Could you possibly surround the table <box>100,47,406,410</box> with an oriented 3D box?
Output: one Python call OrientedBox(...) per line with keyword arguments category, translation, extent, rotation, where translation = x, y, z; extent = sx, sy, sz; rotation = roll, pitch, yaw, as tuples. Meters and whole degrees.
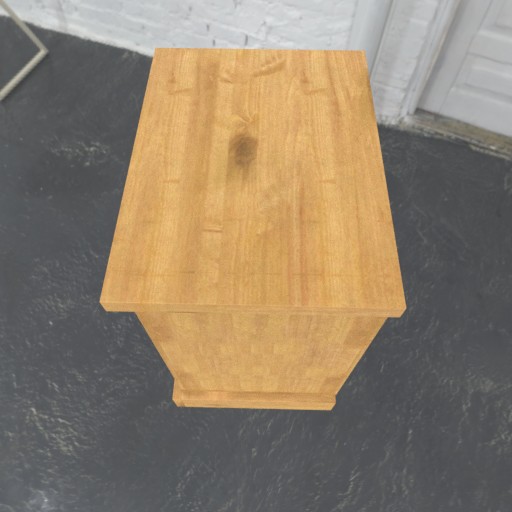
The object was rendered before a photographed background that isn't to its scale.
OrientedBox(category="table", translation=(0.000, 0.000, 1.233), extent=(0.500, 0.813, 0.660), rotation=(1, 60, 1))
